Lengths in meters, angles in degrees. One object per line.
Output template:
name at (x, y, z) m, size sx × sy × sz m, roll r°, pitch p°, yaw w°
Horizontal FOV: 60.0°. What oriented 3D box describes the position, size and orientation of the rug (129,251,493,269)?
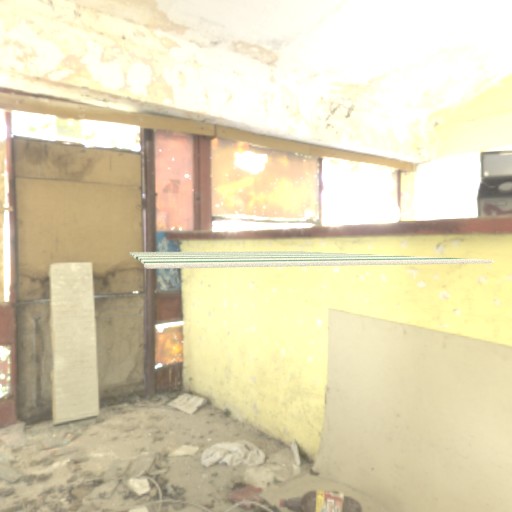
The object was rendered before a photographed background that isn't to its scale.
rug at (0.000, 0.000, 2.273) m, size 1.210 × 0.012 × 1.829 m, roll -1°, pitch 2°, yaw -17°
